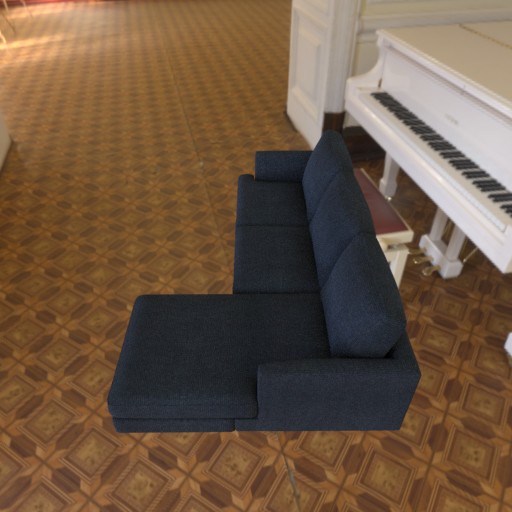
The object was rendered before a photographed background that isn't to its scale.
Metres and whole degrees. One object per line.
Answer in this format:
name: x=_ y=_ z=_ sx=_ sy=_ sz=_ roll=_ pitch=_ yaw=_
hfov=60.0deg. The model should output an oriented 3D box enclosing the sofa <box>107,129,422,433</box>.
sofa: x=0.000 y=0.000 z=3.001 sx=1.504 sy=0.956 sz=2.233 roll=0 pitch=40 yaw=0
